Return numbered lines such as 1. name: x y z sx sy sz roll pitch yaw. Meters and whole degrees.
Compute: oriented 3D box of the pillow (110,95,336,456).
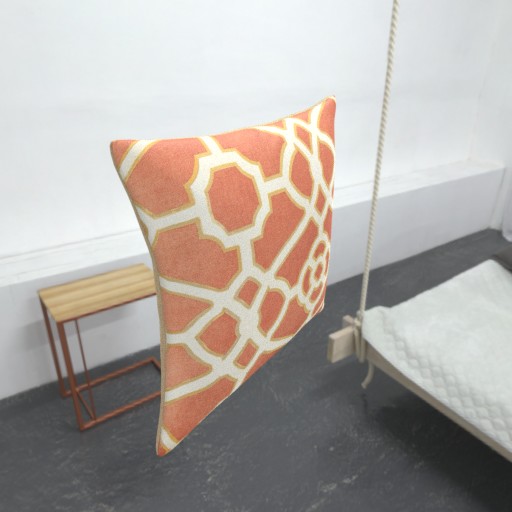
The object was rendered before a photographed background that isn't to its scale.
1. pillow: 0.000 0.000 0.811 0.166 0.508 0.552 18 31 32
